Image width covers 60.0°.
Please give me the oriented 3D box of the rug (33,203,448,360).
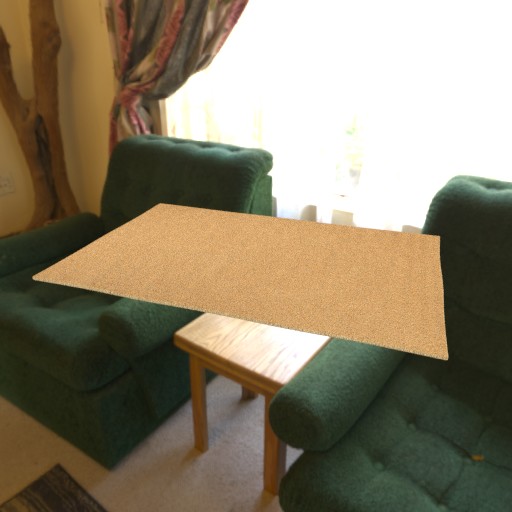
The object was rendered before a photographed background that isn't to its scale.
[{"bbox_3d":[0.000,0.000,2.979,2.346,0.025,1.500,8,26,17],"label":"rug"}]
